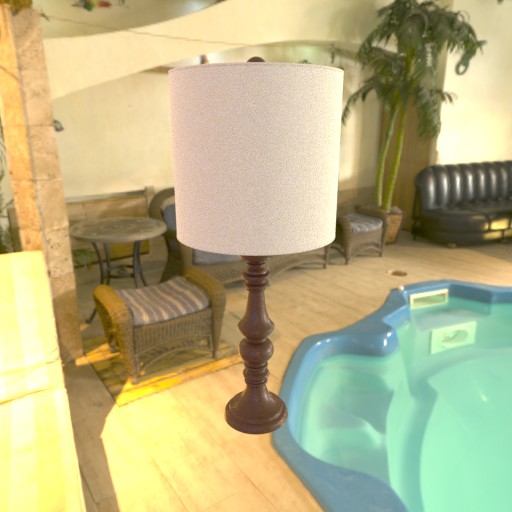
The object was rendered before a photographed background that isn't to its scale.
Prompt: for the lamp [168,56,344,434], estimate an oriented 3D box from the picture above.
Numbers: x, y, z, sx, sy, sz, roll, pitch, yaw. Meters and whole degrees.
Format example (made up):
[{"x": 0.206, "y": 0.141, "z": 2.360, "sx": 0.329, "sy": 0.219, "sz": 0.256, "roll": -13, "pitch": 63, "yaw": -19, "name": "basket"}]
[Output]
[{"x": 0.000, "y": 0.000, "z": 0.721, "sx": 0.250, "sy": 0.597, "sz": 0.250, "roll": -9, "pitch": 19, "yaw": -28, "name": "lamp"}]
